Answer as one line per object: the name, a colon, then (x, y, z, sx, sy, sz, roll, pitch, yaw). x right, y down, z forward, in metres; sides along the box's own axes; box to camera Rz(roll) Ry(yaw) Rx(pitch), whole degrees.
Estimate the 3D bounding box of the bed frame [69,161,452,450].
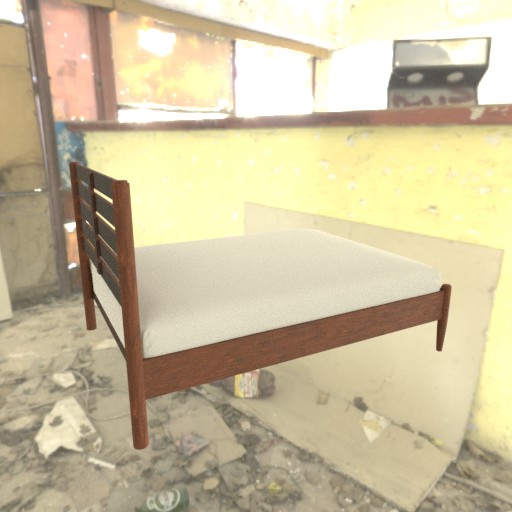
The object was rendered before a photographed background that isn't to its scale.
bed frame: (0.000, 0.000, 3.223, 2.234, 1.321, 1.655, -8, 17, -27)
